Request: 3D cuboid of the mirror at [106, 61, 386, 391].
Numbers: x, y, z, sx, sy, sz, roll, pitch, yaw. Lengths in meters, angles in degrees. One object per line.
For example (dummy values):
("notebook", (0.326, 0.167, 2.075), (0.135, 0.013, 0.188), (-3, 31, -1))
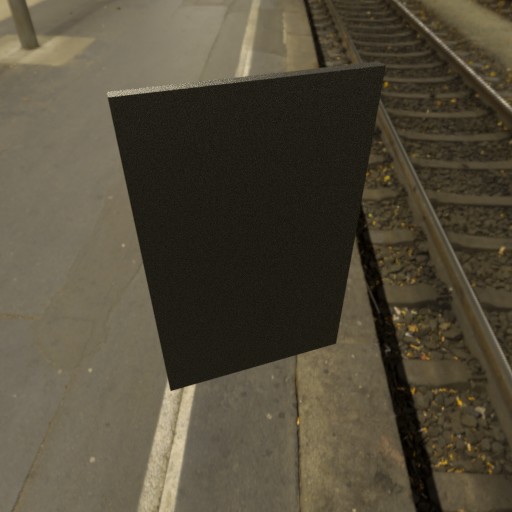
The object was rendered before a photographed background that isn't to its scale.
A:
("mirror", (0.000, 0.000, 1.556), (0.762, 1.219, 0.038), (-12, 41, -15))
